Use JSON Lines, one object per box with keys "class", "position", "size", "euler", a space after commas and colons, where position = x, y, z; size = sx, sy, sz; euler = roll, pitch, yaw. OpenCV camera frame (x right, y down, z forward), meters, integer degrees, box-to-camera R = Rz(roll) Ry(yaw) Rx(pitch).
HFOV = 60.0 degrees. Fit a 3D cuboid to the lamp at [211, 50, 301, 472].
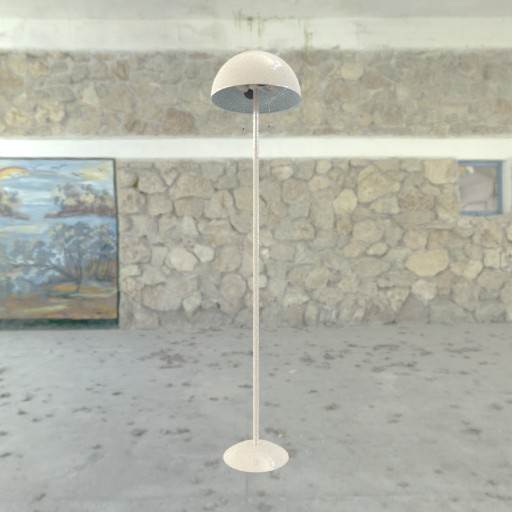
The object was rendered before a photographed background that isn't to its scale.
{"class": "lamp", "position": [0.000, 0.000, 1.624], "size": [0.328, 1.480, 0.328], "euler": [0, 1, 0]}
